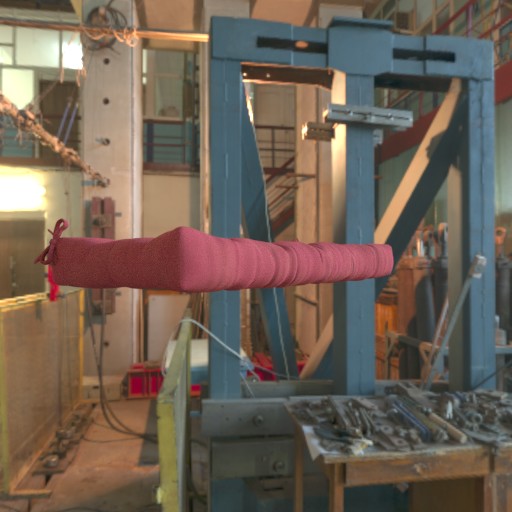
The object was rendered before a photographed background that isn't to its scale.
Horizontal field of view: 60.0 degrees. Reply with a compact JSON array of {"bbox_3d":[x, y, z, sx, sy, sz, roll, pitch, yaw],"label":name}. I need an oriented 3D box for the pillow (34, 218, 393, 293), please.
[{"bbox_3d":[0.000,0.000,1.381,0.511,0.174,1.194,0,-1,36],"label":"pillow"}]
